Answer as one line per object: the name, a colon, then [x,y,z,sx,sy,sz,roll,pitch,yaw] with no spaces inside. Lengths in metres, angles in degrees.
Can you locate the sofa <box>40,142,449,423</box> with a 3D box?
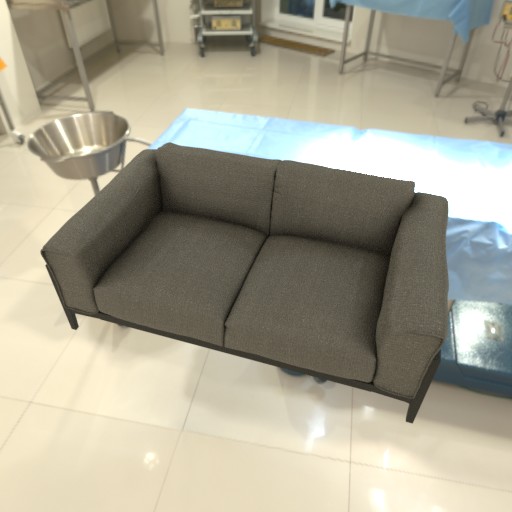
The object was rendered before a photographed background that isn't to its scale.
sofa: [0.000,0.000,2.171,1.690,0.656,0.960,12,42,13]
